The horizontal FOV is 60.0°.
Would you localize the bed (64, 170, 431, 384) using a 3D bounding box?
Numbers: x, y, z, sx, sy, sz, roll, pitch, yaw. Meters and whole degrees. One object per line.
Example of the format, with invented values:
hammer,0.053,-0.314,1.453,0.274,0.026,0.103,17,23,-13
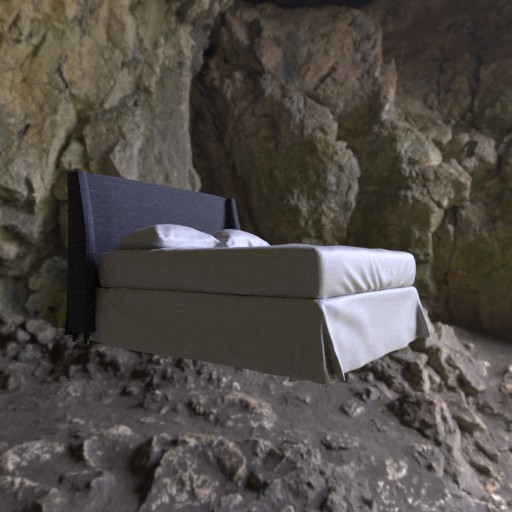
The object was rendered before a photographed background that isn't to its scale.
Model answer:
bed,0.000,0.000,3.521,2.276,1.332,1.925,-1,-1,36
